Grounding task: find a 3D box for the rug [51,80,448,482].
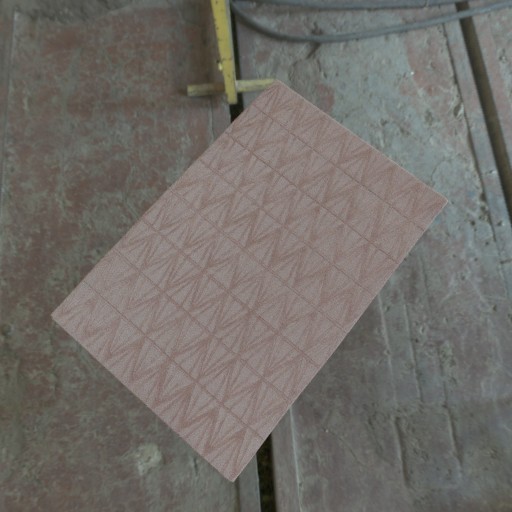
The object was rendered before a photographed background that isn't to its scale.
[{"bbox_3d":[0.000,0.000,2.343,1.230,0.025,1.837,39,78,10],"label":"rug"}]
